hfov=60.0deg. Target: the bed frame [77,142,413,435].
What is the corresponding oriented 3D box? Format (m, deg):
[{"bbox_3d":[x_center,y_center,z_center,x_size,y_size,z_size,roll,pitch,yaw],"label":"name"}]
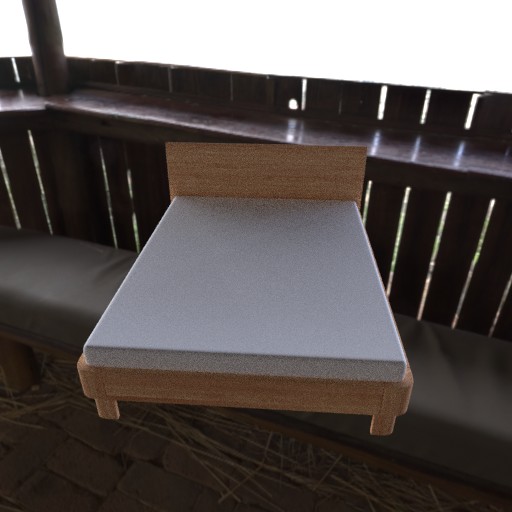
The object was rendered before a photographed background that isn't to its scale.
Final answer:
[{"bbox_3d":[0.000,0.000,2.982,1.660,0.940,2.092,2,30,4],"label":"bed frame"}]
